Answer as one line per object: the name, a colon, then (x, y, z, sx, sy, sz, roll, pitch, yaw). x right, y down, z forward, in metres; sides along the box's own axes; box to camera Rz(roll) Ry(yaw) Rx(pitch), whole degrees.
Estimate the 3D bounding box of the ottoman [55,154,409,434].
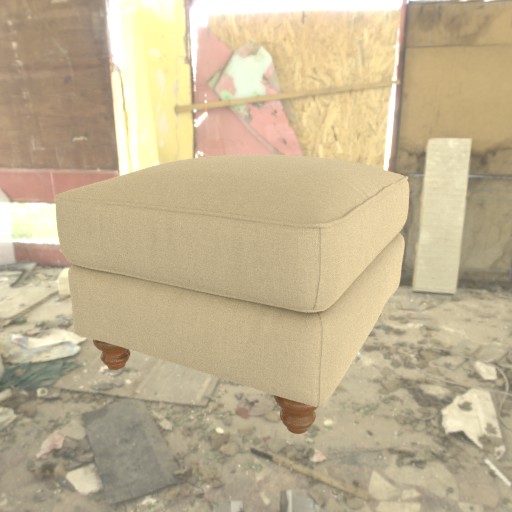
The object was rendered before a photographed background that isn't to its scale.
ottoman: (0.000, 0.000, 1.152, 0.662, 0.505, 0.716, 9, 20, 27)
